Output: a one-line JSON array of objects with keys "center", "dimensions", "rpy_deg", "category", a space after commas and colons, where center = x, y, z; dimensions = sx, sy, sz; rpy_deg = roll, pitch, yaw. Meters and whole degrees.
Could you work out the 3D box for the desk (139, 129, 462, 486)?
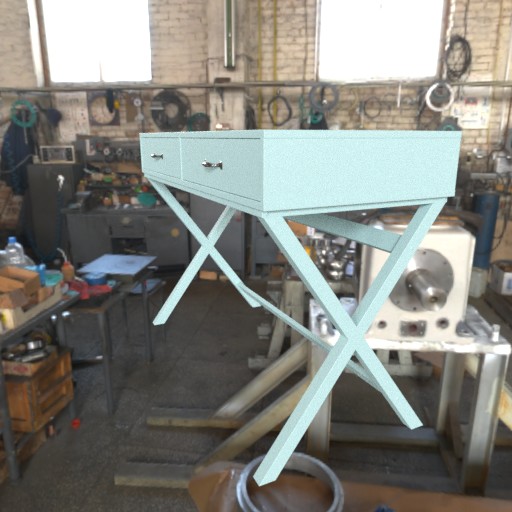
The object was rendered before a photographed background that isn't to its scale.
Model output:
[{"center": [0.000, 0.000, 1.454], "dimensions": [0.525, 0.780, 1.057], "rpy_deg": [-7, 17, -25], "category": "desk"}]
